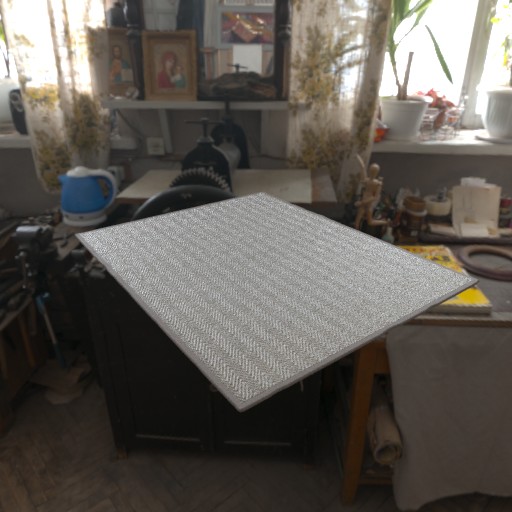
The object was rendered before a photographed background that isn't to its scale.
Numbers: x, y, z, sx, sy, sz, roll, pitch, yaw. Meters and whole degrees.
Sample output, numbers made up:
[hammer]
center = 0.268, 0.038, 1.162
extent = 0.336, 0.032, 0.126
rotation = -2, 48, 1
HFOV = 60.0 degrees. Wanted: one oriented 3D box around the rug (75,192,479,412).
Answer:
[rug]
center = 0.000, 0.000, 4.124
extent = 2.434, 0.032, 3.007
rotation = -18, 31, -32
